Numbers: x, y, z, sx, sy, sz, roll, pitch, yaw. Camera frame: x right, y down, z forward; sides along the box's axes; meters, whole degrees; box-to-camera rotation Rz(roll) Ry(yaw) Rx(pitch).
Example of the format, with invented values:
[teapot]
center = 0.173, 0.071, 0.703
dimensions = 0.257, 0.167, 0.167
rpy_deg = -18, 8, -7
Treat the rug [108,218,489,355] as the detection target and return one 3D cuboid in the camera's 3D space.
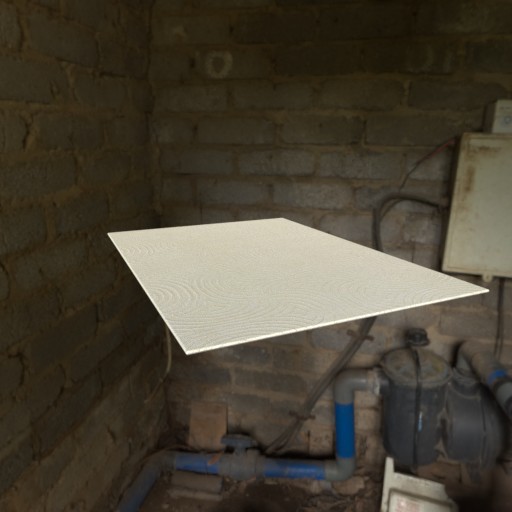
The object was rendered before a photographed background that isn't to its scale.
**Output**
[rug]
center = 0.000, 0.000, 2.788
dimensions = 1.526, 0.015, 2.132
rpy_deg = -7, 17, -24
